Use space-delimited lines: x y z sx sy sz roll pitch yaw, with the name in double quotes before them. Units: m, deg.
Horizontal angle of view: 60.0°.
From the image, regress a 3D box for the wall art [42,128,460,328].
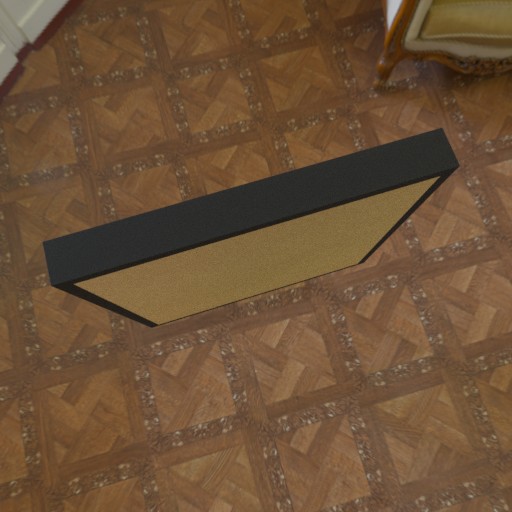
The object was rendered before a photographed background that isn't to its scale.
"wall art" 0.000 0.000 0.467 0.305 0.304 0.033 -17 76 -4
